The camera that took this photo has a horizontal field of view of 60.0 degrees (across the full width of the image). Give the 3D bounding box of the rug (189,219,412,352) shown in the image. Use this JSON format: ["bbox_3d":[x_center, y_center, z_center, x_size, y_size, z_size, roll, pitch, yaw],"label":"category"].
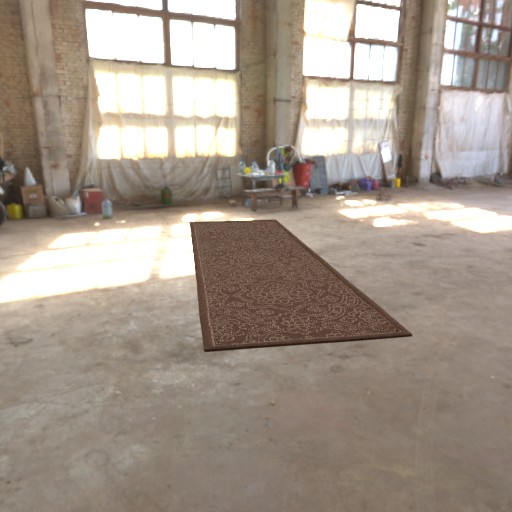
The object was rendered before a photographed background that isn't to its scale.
[{"bbox_3d":[0.000,0.000,2.732,0.769,0.012,2.448,-2,15,-9],"label":"rug"}]
